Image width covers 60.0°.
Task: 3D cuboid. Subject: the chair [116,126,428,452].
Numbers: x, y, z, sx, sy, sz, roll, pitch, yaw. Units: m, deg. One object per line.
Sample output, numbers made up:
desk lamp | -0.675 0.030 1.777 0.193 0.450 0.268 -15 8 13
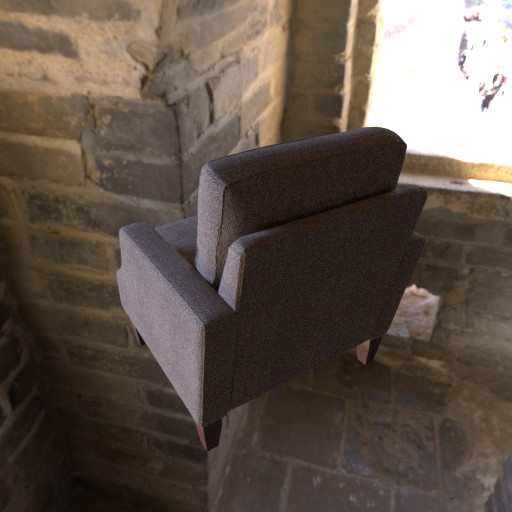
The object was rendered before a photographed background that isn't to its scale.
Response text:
chair | 0.000 0.000 1.652 0.855 0.993 0.897 -18 35 -28
